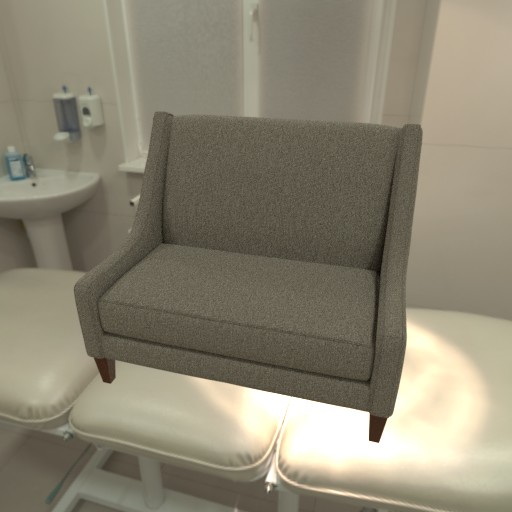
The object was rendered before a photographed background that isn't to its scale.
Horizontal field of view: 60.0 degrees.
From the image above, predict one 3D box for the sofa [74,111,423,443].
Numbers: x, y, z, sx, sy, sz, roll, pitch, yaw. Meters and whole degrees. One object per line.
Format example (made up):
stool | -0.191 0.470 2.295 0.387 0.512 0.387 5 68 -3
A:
sofa | 0.000 0.000 1.882 1.242 1.026 0.862 7 28 14
